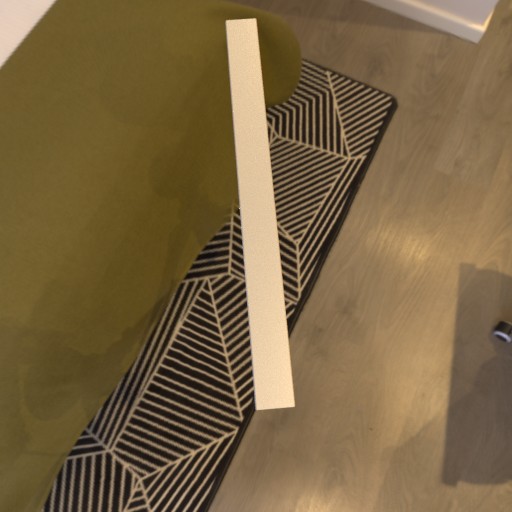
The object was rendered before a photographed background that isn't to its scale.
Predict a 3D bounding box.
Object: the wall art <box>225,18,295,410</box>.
[{"bbox_3d":[0.000,0.000,0.748,0.038,0.549,0.452,-5,75,-1],"label":"wall art"}]
